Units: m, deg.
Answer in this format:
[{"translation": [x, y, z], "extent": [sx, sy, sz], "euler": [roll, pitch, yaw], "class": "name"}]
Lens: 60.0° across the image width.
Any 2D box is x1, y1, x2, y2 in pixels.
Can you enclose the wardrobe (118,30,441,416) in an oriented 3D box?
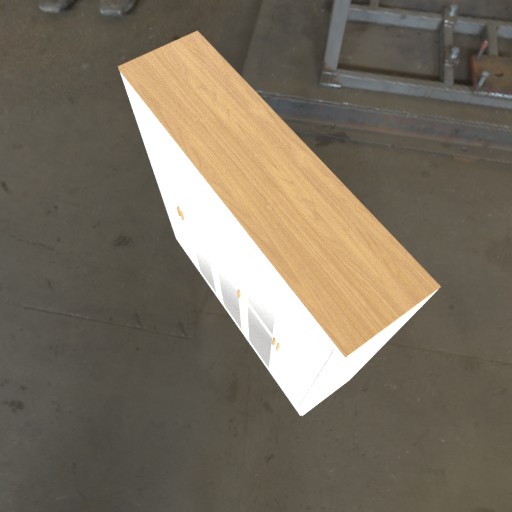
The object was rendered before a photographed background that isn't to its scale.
[{"translation": [0.000, 0.000, 3.390], "extent": [0.590, 2.260, 2.160], "euler": [-32, 68, -15], "class": "wardrobe"}]
